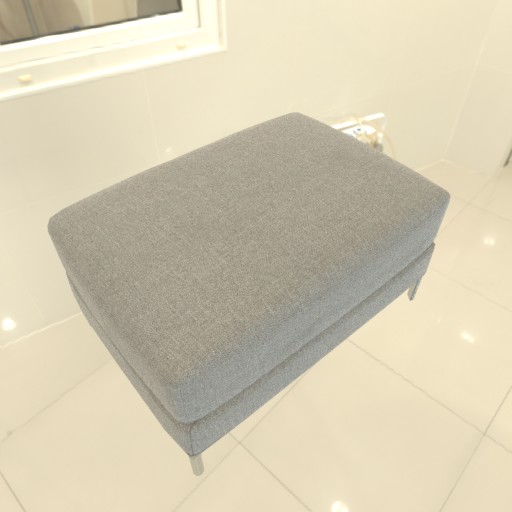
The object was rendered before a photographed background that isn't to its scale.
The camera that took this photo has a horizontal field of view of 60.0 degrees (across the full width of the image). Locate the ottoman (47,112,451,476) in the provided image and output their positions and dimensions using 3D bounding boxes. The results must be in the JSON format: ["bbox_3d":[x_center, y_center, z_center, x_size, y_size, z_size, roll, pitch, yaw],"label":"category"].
[{"bbox_3d":[0.000,0.000,1.162,0.838,0.457,0.584,-31,53,-27],"label":"ottoman"}]
